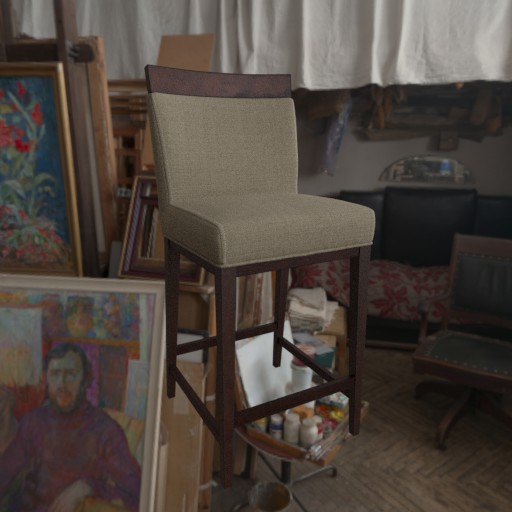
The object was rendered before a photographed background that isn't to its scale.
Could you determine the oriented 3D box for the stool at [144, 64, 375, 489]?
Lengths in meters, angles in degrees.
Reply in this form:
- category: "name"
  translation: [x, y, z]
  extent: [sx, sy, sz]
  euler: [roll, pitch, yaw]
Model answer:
- category: "stool"
  translation: [0.000, 0.000, 1.244]
  extent: [0.463, 1.011, 0.480]
  euler: [-9, 18, -28]
